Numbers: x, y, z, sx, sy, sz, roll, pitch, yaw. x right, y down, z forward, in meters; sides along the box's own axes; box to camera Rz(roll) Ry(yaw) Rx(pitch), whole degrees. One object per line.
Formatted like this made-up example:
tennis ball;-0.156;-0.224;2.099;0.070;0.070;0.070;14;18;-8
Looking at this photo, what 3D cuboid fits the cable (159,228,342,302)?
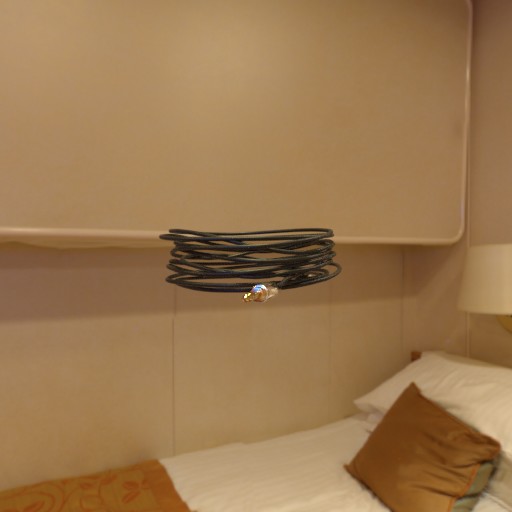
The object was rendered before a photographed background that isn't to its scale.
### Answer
cable;0.000;0.000;0.518;0.198;0.069;0.432;0;1;16
